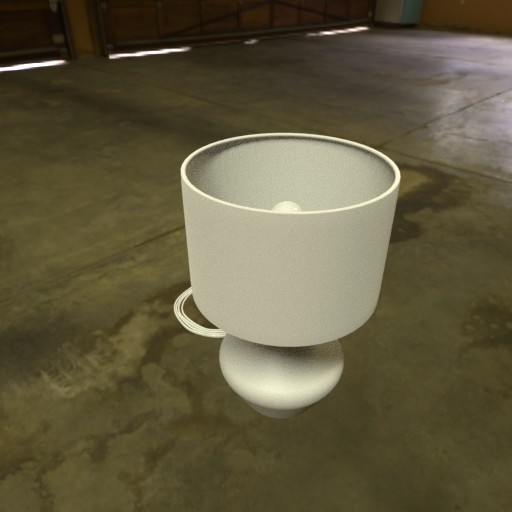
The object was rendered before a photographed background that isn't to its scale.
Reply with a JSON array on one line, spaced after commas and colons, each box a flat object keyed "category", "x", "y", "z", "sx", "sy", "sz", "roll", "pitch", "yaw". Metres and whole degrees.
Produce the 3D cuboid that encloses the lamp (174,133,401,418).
[{"category": "lamp", "x": 0.000, "y": 0.000, "z": 0.850, "sx": 0.401, "sy": 0.457, "sz": 0.546, "roll": 0, "pitch": 32, "yaw": 0}]
